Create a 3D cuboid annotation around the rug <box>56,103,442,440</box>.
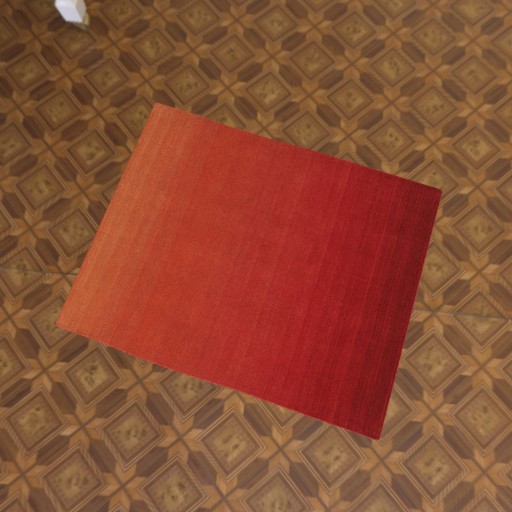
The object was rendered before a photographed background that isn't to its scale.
[{"bbox_3d":[0.000,0.000,3.995,2.905,0.028,2.340,18,76,5],"label":"rug"}]
